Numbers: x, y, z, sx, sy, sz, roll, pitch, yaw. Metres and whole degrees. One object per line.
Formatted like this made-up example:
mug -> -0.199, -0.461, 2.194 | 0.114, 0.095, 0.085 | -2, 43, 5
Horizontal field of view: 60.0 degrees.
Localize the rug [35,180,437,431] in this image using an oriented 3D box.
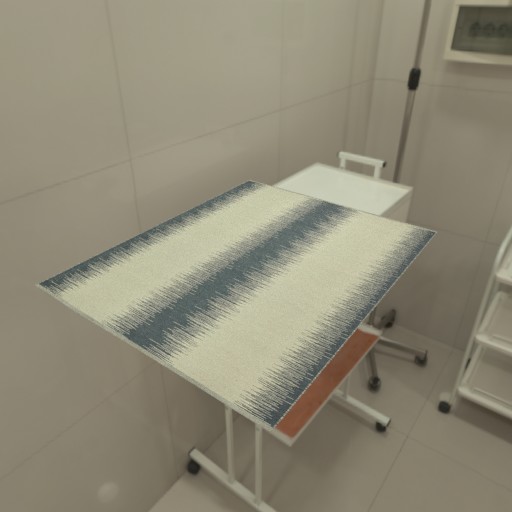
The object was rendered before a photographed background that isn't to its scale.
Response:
rug -> 0.000, 0.000, 4.185 | 2.453, 0.004, 3.037 | 21, 37, 31
